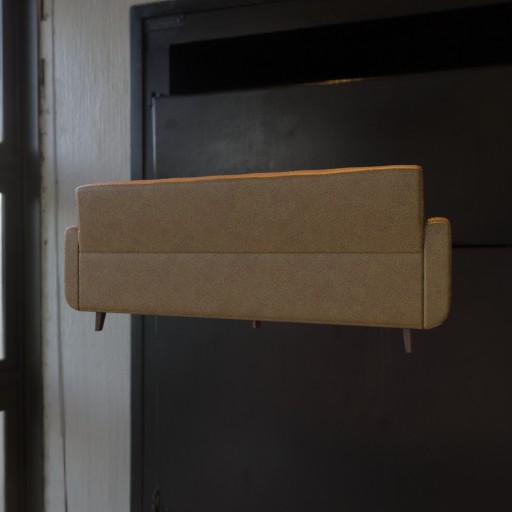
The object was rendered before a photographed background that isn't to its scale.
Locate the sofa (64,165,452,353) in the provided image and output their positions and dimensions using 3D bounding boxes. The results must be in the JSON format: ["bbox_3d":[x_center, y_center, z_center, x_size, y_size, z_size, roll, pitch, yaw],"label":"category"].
[{"bbox_3d":[0.000,0.000,2.723,2.137,0.892,0.980,0,1,19],"label":"sofa"}]
